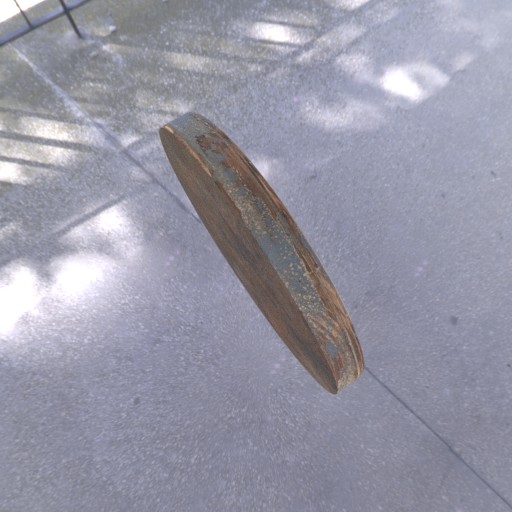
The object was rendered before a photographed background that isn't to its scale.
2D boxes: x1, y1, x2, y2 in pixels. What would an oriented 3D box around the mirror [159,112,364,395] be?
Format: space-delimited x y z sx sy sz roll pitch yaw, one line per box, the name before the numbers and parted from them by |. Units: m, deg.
mirror | 0.000 0.000 0.866 0.061 0.585 0.585 -33 78 -8
